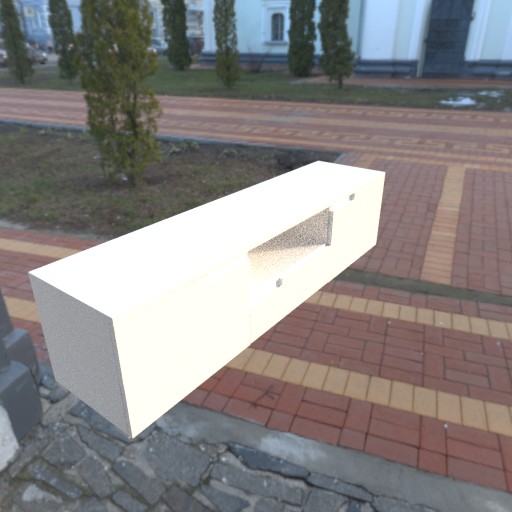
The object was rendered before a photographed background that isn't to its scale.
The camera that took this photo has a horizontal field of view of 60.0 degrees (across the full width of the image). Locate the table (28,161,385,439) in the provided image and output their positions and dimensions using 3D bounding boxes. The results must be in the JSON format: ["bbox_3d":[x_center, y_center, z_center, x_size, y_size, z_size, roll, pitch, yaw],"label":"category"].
[{"bbox_3d":[0.000,0.000,1.848,0.390,0.420,1.650,18,31,33],"label":"table"}]
